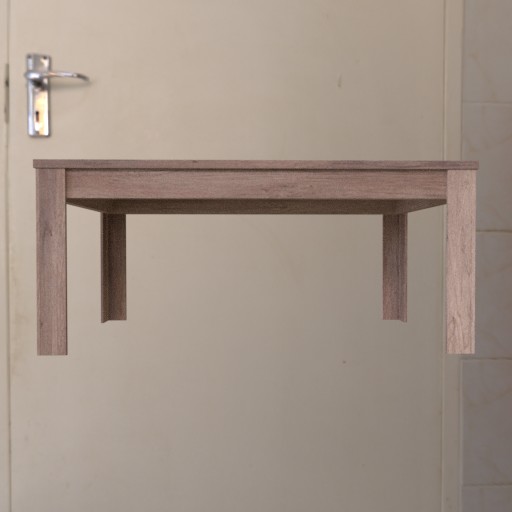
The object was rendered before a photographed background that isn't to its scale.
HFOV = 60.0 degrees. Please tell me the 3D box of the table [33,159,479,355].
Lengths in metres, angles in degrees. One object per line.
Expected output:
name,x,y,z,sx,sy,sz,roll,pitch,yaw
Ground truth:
table,0.000,0.000,2.244,1.800,0.790,0.900,0,1,-1
